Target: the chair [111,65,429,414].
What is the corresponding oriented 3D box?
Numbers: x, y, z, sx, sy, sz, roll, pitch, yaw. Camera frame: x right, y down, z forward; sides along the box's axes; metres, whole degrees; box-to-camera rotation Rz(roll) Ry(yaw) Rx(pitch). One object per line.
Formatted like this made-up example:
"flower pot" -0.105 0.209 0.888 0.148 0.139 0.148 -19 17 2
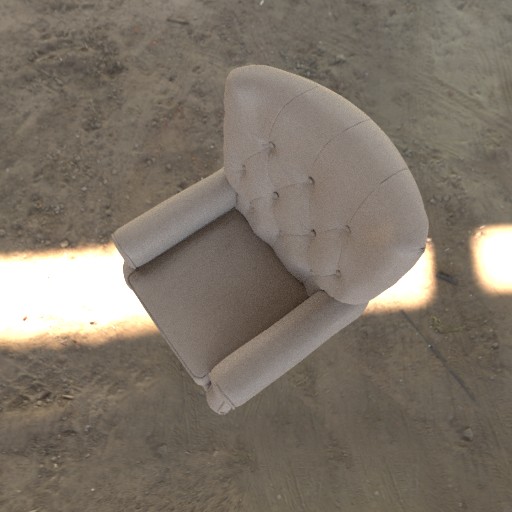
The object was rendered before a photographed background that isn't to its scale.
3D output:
"chair" 0.000 0.000 1.928 1.041 1.138 0.999 -34 69 -15
